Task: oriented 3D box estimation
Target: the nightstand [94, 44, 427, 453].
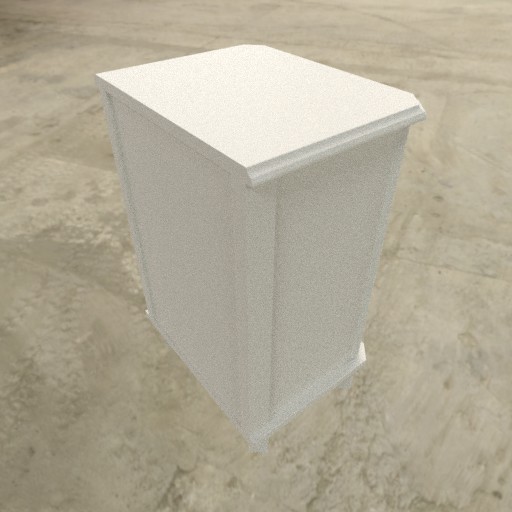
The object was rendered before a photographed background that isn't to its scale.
[{"bbox_3d":[0.000,0.000,0.900,0.351,0.681,0.435,-26,46,-29],"label":"nightstand"}]
